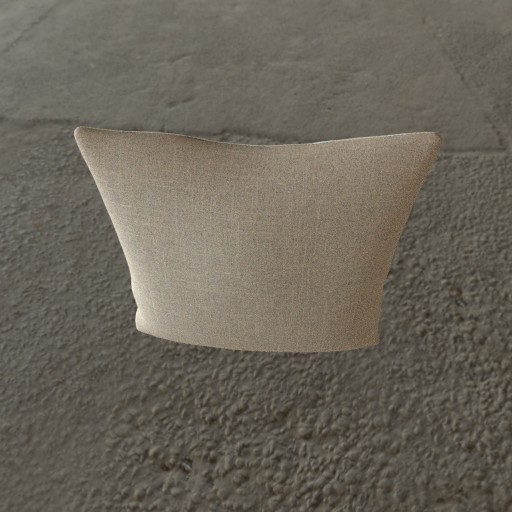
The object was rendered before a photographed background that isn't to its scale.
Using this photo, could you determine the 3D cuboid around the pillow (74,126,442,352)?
[{"bbox_3d":[0.000,0.000,0.864,0.578,0.558,0.192,3,46,3],"label":"pillow"}]
